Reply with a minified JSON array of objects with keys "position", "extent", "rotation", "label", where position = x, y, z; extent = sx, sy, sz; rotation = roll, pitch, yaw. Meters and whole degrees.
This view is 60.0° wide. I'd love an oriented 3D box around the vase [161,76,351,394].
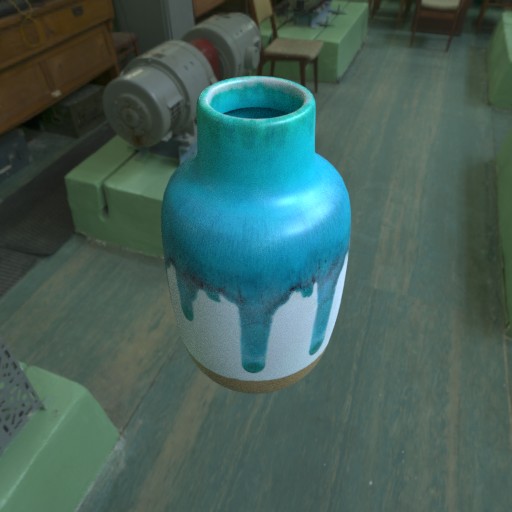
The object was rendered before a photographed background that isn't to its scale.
[{"position":[0.000,0.000,0.262],"extent":[0.106,0.192,0.106],"rotation":[0,42,0],"label":"vase"}]
